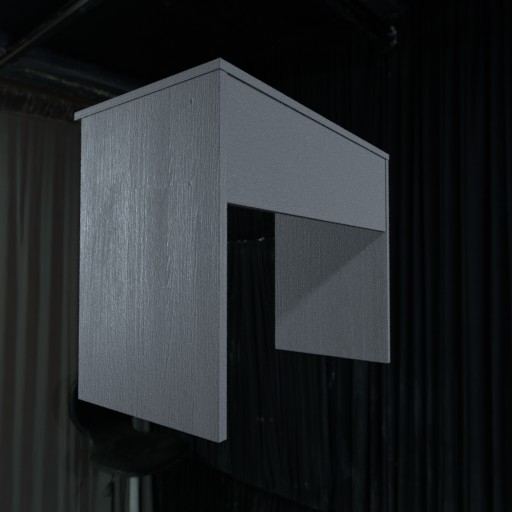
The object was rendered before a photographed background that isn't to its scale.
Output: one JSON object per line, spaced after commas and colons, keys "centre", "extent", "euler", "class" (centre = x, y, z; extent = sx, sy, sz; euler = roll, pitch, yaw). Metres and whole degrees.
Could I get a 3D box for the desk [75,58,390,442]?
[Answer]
{"centre": [0.000, 0.000, 1.337], "extent": [0.498, 0.724, 0.893], "euler": [-1, -2, 37], "class": "desk"}
